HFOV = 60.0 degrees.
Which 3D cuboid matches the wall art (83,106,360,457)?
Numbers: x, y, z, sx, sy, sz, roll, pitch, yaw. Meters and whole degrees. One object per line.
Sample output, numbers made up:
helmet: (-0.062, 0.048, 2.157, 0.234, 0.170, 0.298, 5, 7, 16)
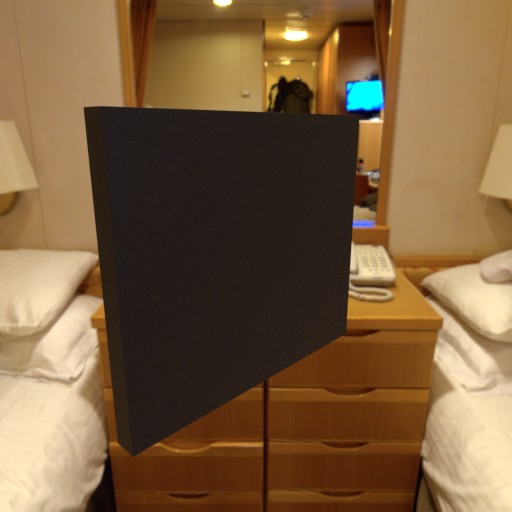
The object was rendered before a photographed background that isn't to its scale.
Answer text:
wall art: (0.000, 0.000, 0.535, 0.029, 0.330, 0.381, 15, 22, 42)
